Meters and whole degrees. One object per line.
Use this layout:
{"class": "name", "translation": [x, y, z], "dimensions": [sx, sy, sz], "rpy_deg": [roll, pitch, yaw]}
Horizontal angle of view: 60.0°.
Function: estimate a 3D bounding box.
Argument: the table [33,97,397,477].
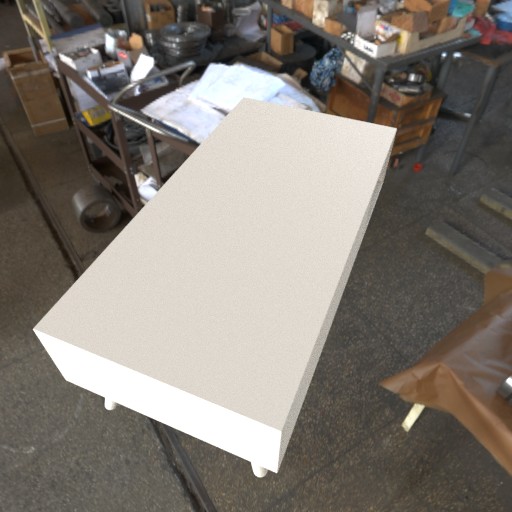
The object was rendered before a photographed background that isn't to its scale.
{"class": "table", "translation": [0.000, 0.000, 1.469], "dimensions": [0.609, 0.432, 1.194], "rpy_deg": [17, 49, 15]}
